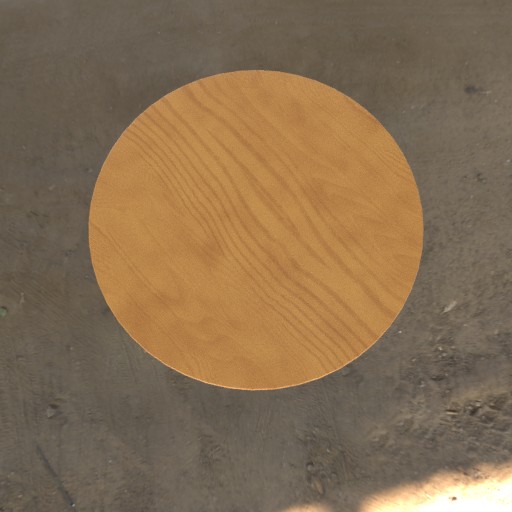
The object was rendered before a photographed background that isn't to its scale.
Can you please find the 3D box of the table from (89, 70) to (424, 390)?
[{"bbox_3d":[0.000,0.000,1.087,0.597,0.612,0.597,0,76,0],"label":"table"}]
